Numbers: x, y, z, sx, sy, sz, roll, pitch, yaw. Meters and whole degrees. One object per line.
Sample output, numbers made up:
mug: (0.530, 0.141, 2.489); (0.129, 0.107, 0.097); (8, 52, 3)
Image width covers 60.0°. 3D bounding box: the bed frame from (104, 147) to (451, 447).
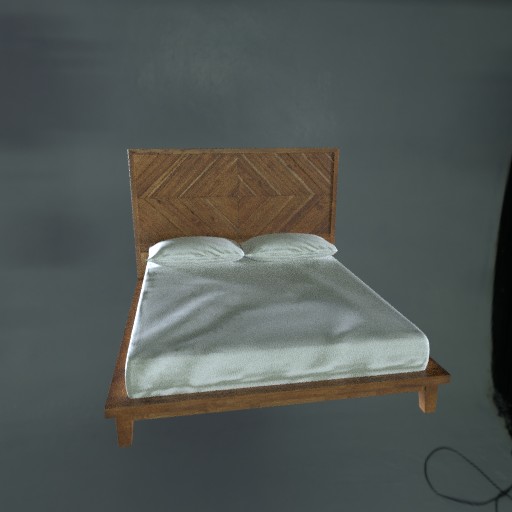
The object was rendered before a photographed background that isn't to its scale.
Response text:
bed frame: (0.000, 0.000, 3.462); (2.038, 1.537, 2.235); (-3, 16, -9)
